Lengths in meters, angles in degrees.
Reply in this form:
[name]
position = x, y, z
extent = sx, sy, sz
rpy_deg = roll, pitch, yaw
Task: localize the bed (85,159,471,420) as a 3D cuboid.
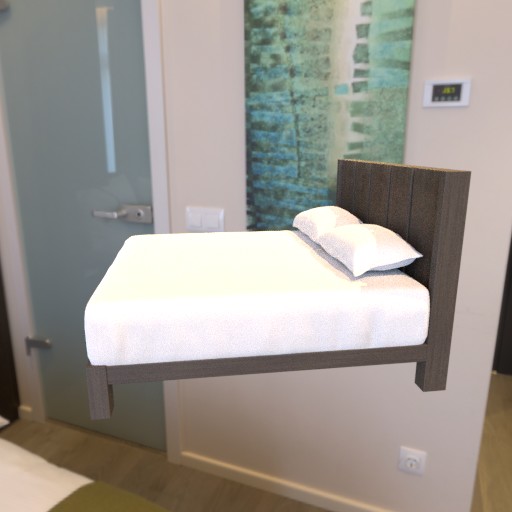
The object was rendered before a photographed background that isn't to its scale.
[bed]
position = 0.000, 0.000, 3.119
extent = 1.992, 1.261, 1.735
rpy_deg = -2, 14, -8
